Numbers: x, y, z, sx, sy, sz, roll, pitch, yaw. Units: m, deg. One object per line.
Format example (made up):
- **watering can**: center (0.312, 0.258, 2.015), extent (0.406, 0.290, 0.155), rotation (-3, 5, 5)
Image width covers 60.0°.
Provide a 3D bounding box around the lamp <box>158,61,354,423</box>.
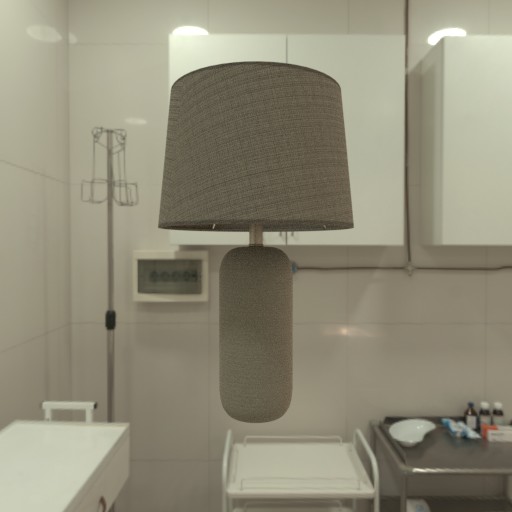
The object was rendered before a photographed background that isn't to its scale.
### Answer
- **lamp**: center (0.000, 0.000, 0.851), extent (0.367, 0.609, 0.367), rotation (0, 1, 0)
